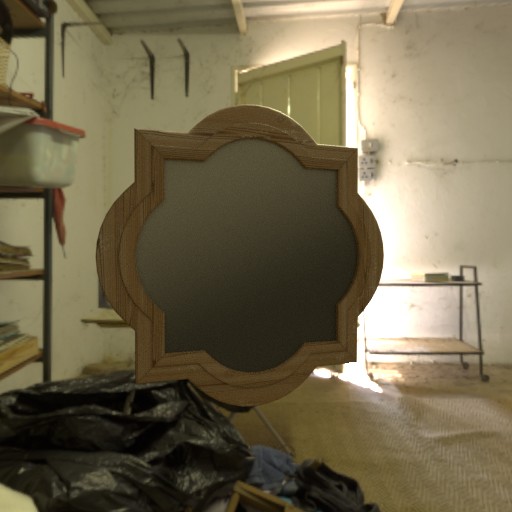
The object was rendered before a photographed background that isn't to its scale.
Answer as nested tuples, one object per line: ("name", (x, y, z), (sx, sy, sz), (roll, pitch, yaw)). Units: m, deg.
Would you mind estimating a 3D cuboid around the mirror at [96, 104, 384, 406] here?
("mirror", (0.000, 0.000, 1.035), (0.686, 0.686, 0.019), (0, 1, -19))
